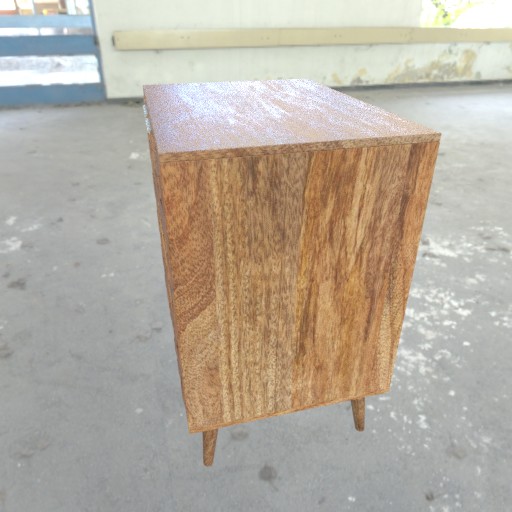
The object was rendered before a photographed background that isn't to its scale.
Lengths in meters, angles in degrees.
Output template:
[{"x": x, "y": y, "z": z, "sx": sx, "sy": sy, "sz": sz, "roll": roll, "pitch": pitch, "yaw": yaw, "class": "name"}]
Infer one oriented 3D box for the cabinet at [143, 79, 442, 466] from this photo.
[{"x": 0.000, "y": 0.000, "z": 1.146, "sx": 0.473, "sy": 0.758, "sz": 0.647, "roll": -7, "pitch": 30, "yaw": -13, "class": "cabinet"}]
